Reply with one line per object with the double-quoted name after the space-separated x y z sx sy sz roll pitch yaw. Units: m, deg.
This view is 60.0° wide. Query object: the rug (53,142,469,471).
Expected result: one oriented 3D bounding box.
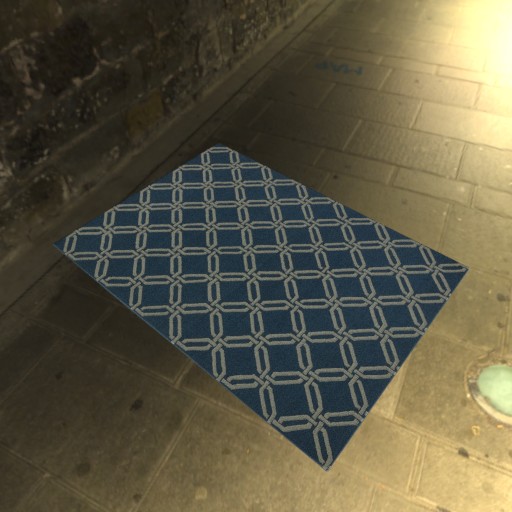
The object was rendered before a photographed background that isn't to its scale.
0.000 0.000 4.379 3.342 0.018 2.432 32 55 26 "rug"
